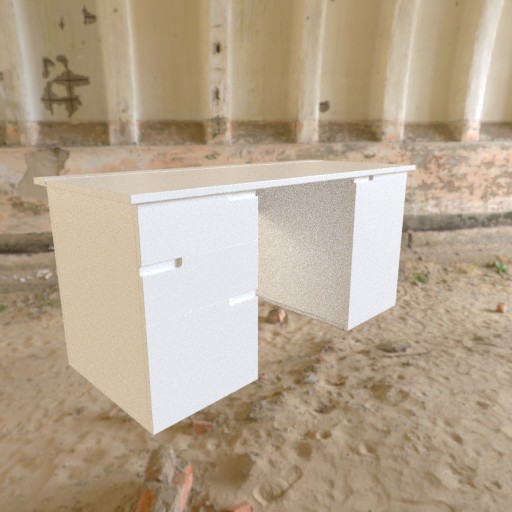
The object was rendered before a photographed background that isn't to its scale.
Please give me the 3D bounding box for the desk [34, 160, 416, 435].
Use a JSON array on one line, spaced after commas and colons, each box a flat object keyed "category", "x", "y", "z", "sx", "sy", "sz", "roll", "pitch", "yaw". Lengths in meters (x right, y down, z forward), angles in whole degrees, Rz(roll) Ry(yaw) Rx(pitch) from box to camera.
[{"category": "desk", "x": 0.000, "y": 0.000, "z": 1.995, "sx": 0.670, "sy": 0.760, "sz": 1.580, "roll": 15, "pitch": 21, "yaw": 43}]
